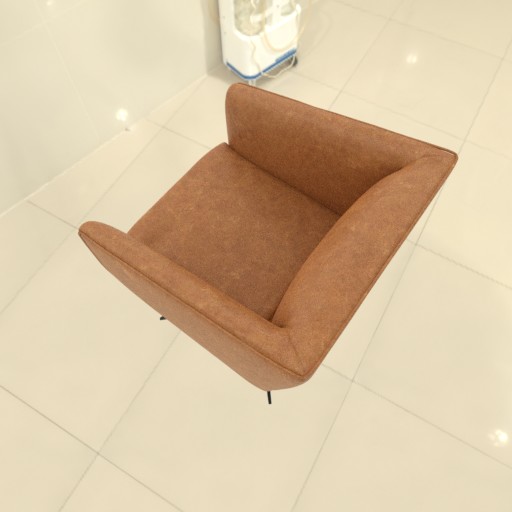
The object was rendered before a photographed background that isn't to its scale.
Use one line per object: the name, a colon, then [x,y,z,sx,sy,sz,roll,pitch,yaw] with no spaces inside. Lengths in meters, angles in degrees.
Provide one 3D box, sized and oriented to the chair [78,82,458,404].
chair: [0.000,0.000,1.221,0.625,0.760,0.588,34,68,16]
